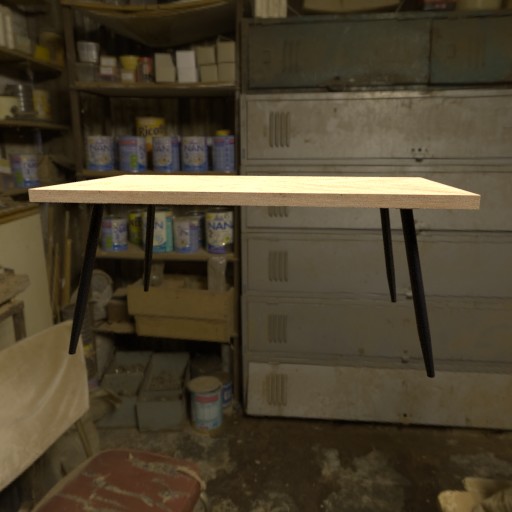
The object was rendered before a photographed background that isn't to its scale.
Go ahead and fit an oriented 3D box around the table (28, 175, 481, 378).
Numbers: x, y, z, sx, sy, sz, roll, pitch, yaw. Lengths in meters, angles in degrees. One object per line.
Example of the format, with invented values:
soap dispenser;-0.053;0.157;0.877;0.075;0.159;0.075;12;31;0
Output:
table;0.000;0.000;2.318;1.803;0.762;0.991;2;14;7
